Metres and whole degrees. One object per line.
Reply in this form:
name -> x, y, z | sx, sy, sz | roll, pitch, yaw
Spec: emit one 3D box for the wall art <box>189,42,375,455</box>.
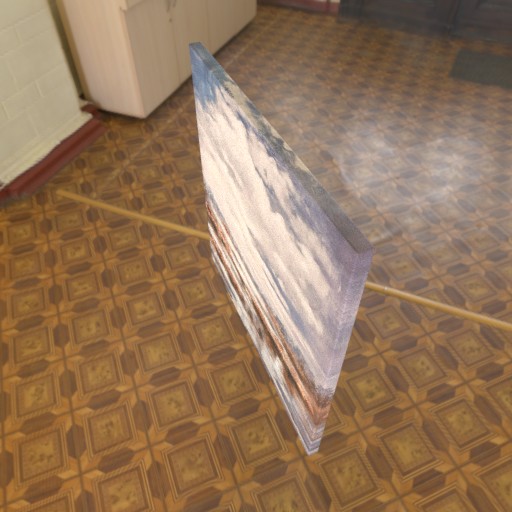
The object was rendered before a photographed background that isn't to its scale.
wall art -> 0.000, 0.000, 1.481 | 0.040, 1.020, 1.010 | -17, 49, -16
